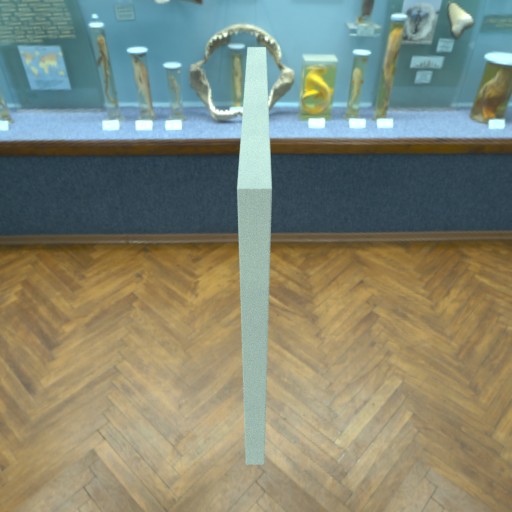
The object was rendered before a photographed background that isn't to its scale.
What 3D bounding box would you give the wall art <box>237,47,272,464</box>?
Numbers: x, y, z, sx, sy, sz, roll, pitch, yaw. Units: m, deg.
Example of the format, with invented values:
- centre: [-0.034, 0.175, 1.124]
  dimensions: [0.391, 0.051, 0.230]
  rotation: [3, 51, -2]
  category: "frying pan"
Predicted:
- centre: [0.000, 0.000, 0.839]
  dimensions: [0.037, 0.606, 0.508]
  rotation: [0, 40, 0]
  category: "wall art"
